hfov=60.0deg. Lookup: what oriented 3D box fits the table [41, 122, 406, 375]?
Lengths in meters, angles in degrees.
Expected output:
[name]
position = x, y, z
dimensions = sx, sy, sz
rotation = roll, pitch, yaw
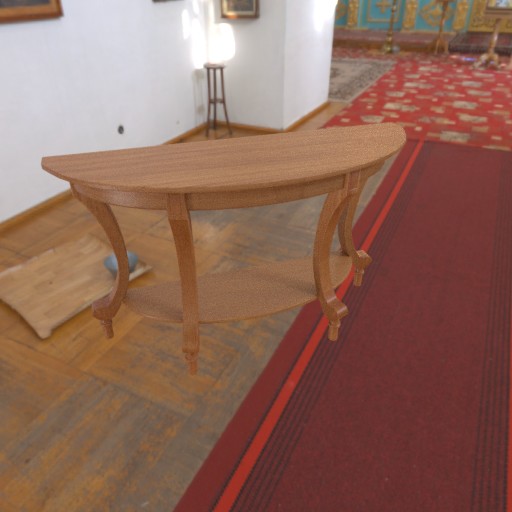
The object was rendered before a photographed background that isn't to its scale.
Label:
[table]
position = 0.000, 0.000, 1.492
dimensions = 1.198, 0.692, 0.394
rotation = -10, 33, -16
